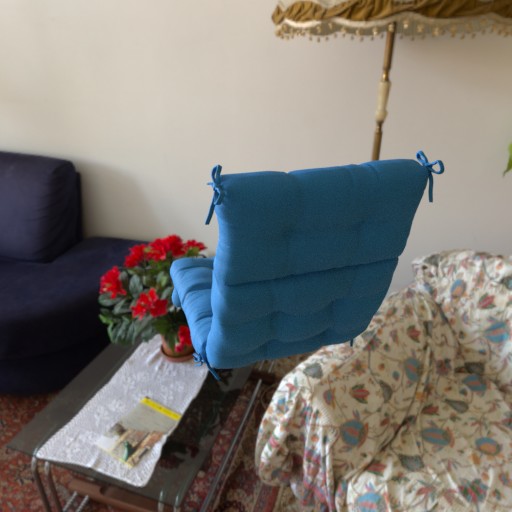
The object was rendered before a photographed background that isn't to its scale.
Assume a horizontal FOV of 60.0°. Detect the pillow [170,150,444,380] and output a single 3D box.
[{"bbox_3d":[0.000,0.000,1.464,0.526,0.863,1.016,-8,28,-16],"label":"pillow"}]
